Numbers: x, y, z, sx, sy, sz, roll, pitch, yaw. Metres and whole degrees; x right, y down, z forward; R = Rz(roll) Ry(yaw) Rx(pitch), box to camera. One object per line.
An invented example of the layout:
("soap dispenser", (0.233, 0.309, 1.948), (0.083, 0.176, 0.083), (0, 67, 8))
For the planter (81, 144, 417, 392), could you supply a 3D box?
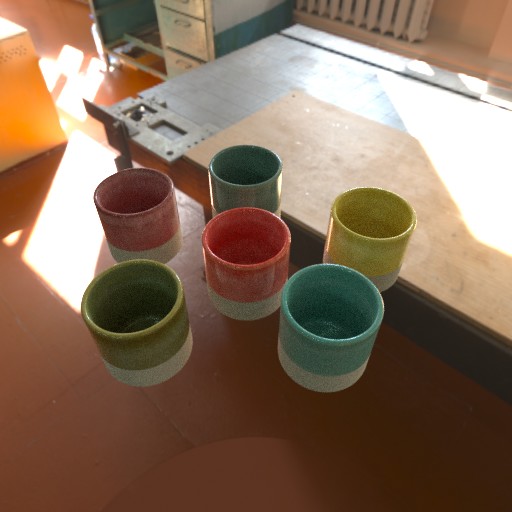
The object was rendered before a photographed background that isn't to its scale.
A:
("planter", (0.000, 0.000, 0.408), (0.286, 0.075, 0.257), (-9, 47, -9))
